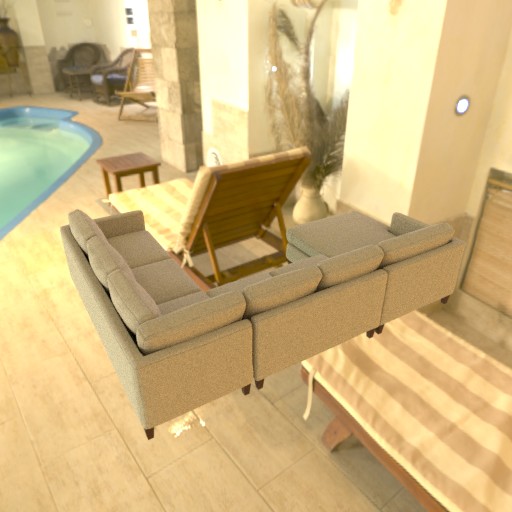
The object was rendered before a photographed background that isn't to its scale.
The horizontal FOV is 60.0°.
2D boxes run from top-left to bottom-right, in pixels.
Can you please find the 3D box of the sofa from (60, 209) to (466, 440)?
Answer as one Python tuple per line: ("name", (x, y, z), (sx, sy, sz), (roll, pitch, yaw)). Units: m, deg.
("sofa", (0.000, 0.000, 4.741), (3.460, 0.959, 2.593), (-17, 33, -27))
